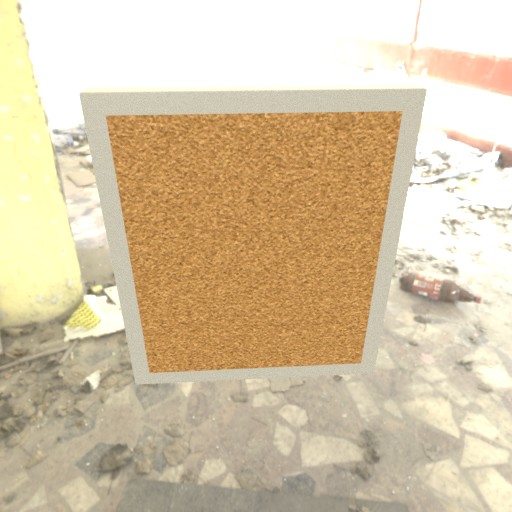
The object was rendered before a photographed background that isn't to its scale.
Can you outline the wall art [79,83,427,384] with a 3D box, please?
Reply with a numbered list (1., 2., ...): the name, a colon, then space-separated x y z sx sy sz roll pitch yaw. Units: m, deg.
1. wall art: 0.000 0.000 0.528 0.331 0.381 0.028 -2 31 -3
